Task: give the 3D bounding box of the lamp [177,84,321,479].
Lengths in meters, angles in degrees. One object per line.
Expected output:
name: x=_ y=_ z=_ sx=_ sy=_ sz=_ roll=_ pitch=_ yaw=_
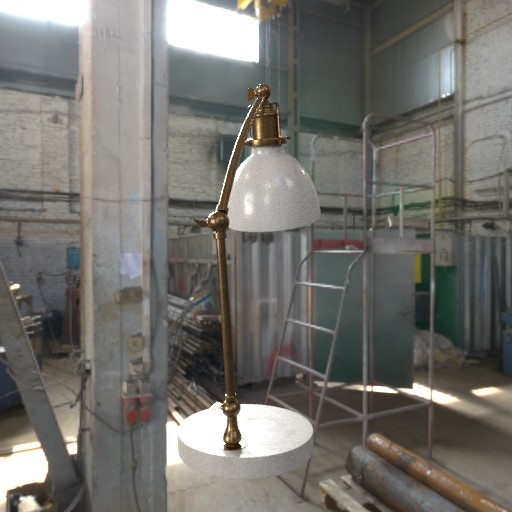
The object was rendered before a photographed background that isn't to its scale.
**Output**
lamp: x=0.000 y=0.000 z=0.655 sx=0.186 sy=0.522 sz=0.317 roll=0 pitch=0 yaw=18
